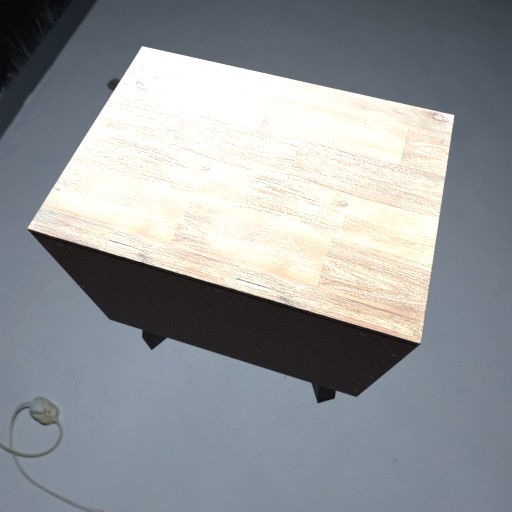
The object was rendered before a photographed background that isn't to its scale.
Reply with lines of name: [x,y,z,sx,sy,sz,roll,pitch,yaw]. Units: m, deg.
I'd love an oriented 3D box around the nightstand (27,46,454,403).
nightstand: [0.000,0.000,0.933,0.552,0.589,0.396,16,64,8]
